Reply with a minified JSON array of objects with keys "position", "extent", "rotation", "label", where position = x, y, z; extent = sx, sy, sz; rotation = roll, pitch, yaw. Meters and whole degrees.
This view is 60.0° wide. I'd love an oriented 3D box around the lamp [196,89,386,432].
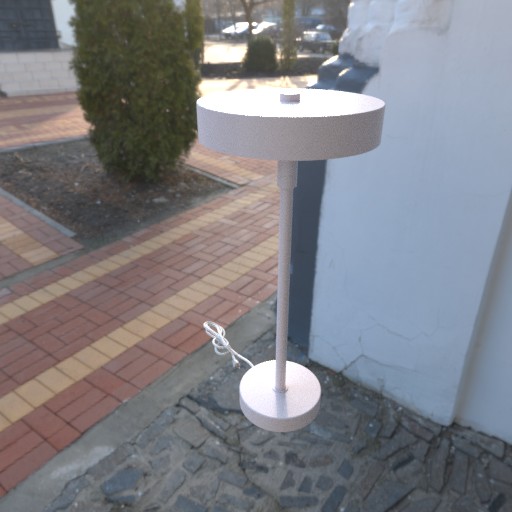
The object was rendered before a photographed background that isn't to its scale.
[{"position":[0.000,0.000,0.709],"extent":[0.229,0.508,0.369],"rotation":[-19,33,-32],"label":"lamp"}]
